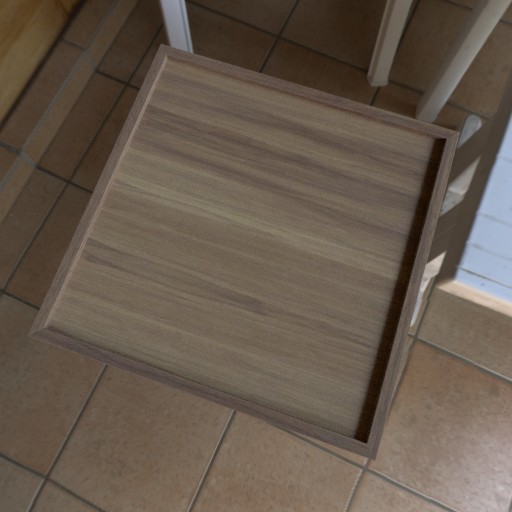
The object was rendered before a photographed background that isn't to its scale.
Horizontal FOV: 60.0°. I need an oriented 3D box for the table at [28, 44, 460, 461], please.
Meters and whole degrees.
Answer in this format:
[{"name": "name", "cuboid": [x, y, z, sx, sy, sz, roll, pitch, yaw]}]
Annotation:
[{"name": "table", "cuboid": [0.000, 0.000, 1.107, 0.679, 0.464, 0.676, 18, 77, 4]}]
